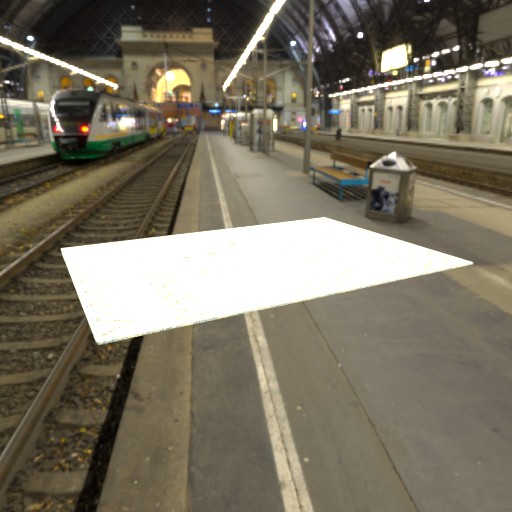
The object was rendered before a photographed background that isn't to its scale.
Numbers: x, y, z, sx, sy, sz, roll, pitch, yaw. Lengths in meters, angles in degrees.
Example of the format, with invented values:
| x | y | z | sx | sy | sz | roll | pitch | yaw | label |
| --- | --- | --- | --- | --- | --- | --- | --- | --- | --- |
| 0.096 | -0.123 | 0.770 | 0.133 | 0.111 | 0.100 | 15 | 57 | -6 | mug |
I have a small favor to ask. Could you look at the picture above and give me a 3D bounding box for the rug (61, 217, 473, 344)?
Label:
| x | y | z | sx | sy | sz | roll | pitch | yaw | label |
| --- | --- | --- | --- | --- | --- | --- | --- | --- | --- |
| 0.000 | 0.000 | 2.361 | 1.820 | 0.009 | 1.260 | -9 | 19 | -27 | rug |
